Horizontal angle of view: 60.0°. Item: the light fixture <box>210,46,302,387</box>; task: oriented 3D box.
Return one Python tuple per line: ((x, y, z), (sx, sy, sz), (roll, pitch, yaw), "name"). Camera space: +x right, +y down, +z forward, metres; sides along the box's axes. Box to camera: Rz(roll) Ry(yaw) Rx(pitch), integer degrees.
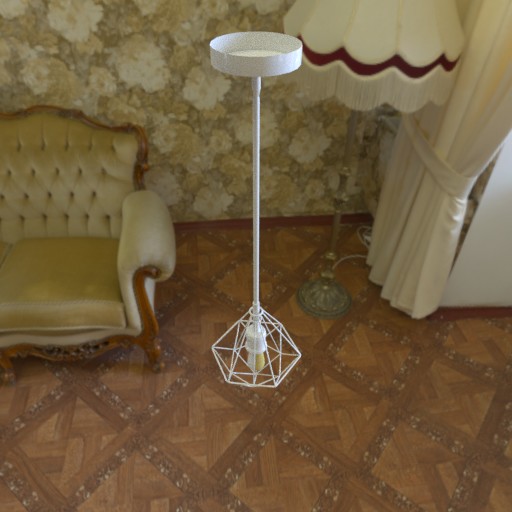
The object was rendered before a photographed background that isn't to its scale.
((0.000, 0.000, 1.976), (0.431, 1.764, 0.487), (25, 46, 27), "light fixture")
